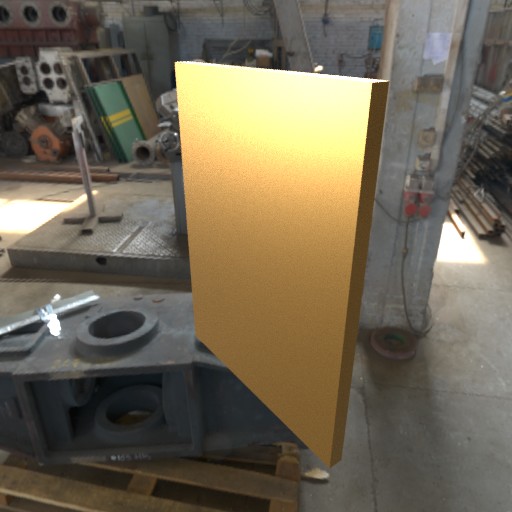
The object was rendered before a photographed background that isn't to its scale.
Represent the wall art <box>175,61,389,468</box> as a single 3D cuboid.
[{"bbox_3d":[0.000,0.000,1.043,0.038,0.812,0.610,-18,32,-32],"label":"wall art"}]
